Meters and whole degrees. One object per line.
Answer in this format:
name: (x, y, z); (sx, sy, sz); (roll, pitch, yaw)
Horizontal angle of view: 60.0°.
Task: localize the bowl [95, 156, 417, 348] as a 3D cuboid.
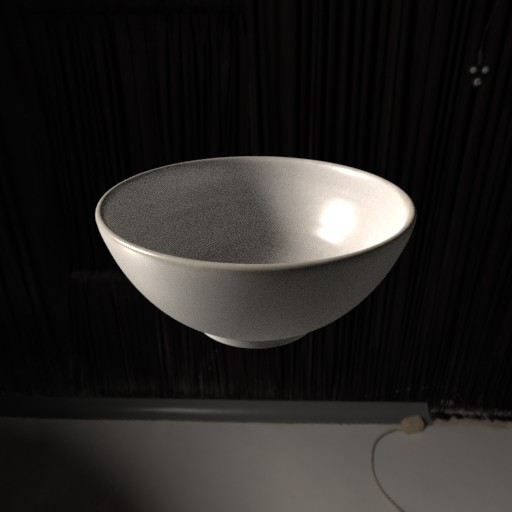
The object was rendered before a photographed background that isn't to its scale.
bowl: (0.000, 0.000, 0.415); (0.268, 0.121, 0.268); (0, 27, 0)
